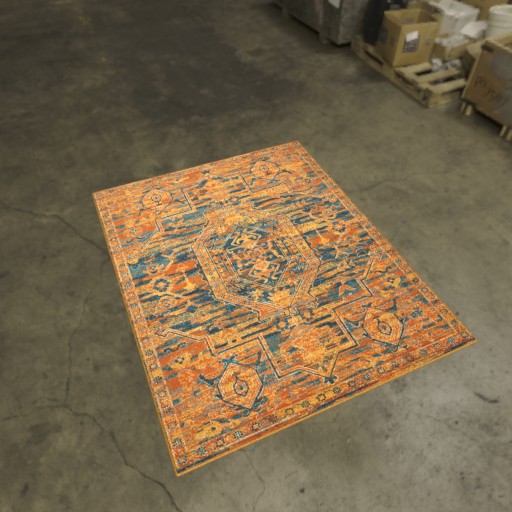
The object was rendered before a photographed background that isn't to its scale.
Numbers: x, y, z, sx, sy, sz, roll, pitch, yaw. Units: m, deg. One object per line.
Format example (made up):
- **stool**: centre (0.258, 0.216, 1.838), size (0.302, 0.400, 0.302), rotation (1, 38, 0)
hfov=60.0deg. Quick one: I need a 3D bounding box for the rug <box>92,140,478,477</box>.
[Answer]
- **rug**: centre (0.000, 0.000, 4.049), size (2.435, 0.031, 3.040), rotation (-18, 50, -16)
